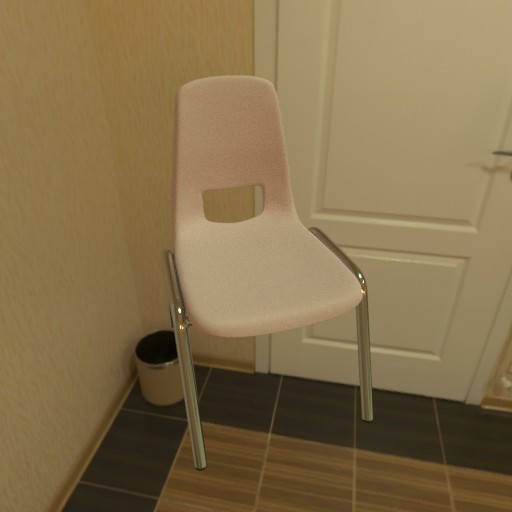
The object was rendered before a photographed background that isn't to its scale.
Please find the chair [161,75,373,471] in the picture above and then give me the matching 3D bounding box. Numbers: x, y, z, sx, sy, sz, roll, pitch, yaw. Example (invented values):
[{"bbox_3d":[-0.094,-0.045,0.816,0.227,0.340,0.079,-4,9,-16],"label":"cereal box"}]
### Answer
[{"bbox_3d":[0.000,0.000,0.843,0.354,0.586,0.423,-9,32,-15],"label":"chair"}]
